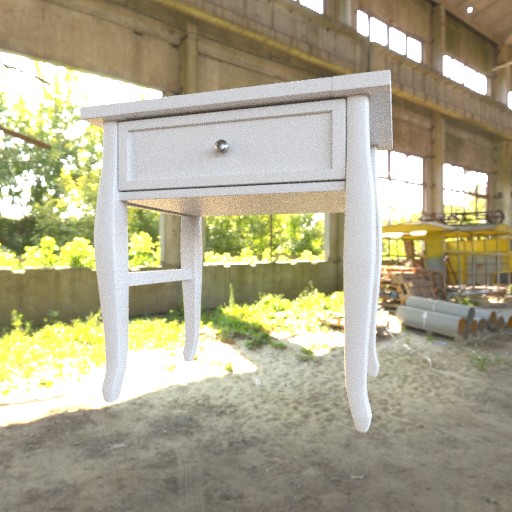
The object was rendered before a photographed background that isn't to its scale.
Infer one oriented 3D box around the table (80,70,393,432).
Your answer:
[{"bbox_3d":[0.000,0.000,1.023,0.599,0.605,0.463,0,0,18],"label":"table"}]
